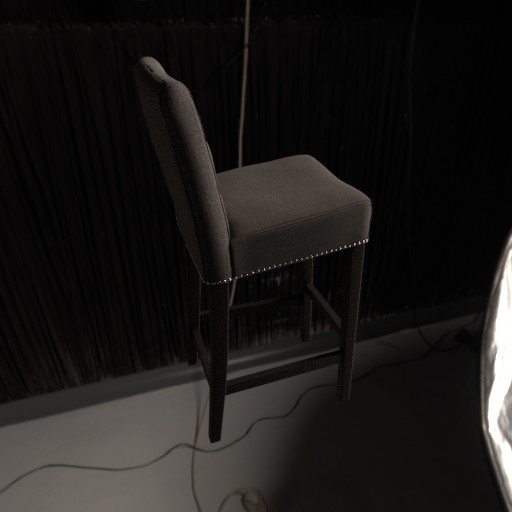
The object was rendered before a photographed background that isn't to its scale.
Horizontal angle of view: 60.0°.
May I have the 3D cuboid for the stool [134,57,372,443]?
[{"bbox_3d":[0.000,0.000,1.295,0.548,1.047,0.411,-10,33,-16],"label":"stool"}]
